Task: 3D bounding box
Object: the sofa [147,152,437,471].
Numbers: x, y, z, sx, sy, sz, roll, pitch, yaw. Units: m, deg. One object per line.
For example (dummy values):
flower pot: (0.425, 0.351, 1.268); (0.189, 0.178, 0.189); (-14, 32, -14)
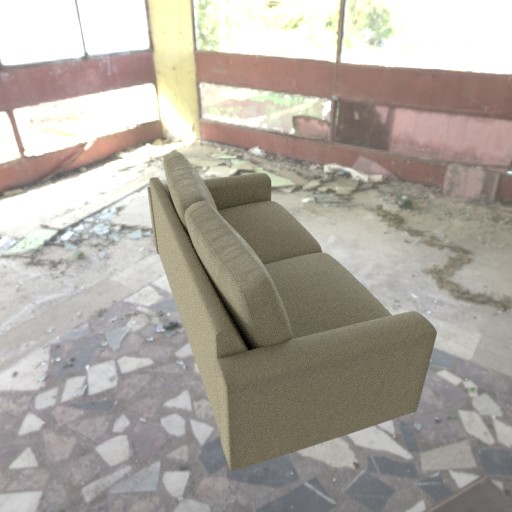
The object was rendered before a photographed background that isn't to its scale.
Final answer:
sofa: (0.000, 0.000, 2.756); (1.016, 0.873, 2.179); (-10, 32, -17)
